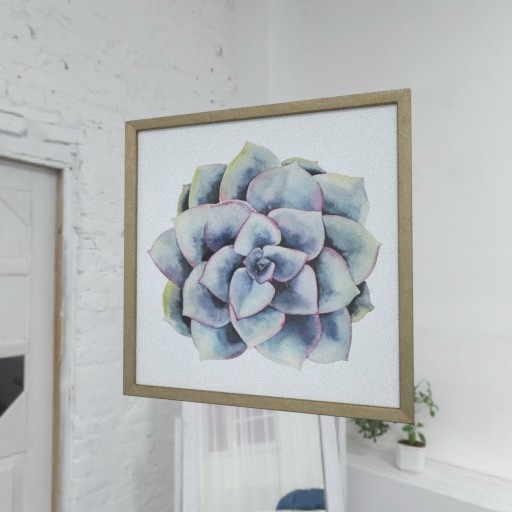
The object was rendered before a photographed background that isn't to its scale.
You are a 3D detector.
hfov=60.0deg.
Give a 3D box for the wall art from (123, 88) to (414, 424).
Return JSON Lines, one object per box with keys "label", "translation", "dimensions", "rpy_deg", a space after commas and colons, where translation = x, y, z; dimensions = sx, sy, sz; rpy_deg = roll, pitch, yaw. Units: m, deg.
{"label": "wall art", "translation": [0.000, 0.000, 0.756], "dimensions": [0.503, 0.506, 0.030], "rpy_deg": [-1, -2, 18]}
